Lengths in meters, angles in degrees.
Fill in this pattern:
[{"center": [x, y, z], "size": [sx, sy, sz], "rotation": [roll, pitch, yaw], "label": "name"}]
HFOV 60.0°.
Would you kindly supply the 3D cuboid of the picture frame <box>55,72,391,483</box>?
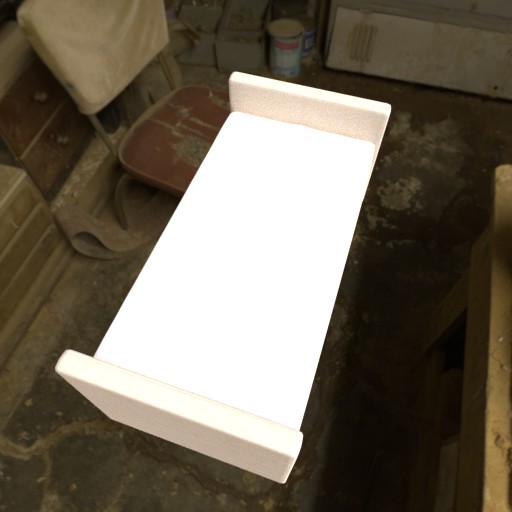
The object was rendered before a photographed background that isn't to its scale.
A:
[{"center": [0.000, 0.000, 2.679], "size": [1.069, 0.891, 2.161], "rotation": [16, 58, 10], "label": "picture frame"}]
